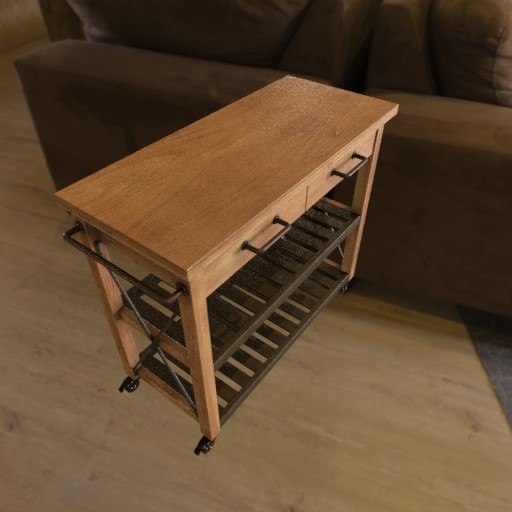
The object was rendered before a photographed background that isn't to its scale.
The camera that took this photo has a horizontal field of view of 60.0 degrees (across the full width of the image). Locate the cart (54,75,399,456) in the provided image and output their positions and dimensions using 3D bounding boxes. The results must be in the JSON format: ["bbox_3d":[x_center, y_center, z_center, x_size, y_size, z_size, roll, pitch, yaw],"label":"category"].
[{"bbox_3d":[0.000,0.000,0.996,0.298,0.554,0.686,27,48,27],"label":"cart"}]
